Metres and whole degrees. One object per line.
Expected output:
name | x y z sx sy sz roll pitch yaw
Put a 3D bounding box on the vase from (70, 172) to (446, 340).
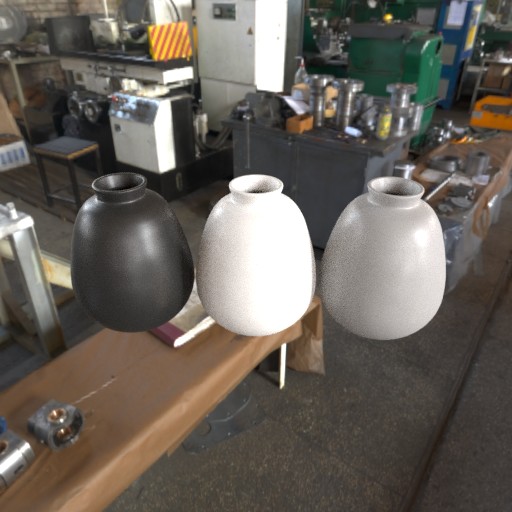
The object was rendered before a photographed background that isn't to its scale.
vase | 0.000 0.000 0.352 0.297 0.122 0.097 1 31 2
